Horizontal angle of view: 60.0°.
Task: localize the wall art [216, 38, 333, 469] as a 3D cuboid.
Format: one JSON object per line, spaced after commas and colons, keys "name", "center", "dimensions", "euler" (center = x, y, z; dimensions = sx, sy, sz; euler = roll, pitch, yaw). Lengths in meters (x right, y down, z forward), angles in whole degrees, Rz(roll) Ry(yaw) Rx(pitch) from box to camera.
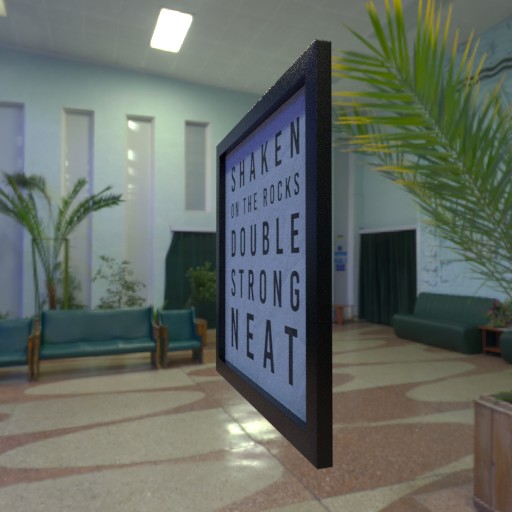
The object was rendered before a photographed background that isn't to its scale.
{"name": "wall art", "center": [0.000, 0.000, 0.526], "dimensions": [0.014, 0.349, 0.349], "euler": [0, -1, -19]}
